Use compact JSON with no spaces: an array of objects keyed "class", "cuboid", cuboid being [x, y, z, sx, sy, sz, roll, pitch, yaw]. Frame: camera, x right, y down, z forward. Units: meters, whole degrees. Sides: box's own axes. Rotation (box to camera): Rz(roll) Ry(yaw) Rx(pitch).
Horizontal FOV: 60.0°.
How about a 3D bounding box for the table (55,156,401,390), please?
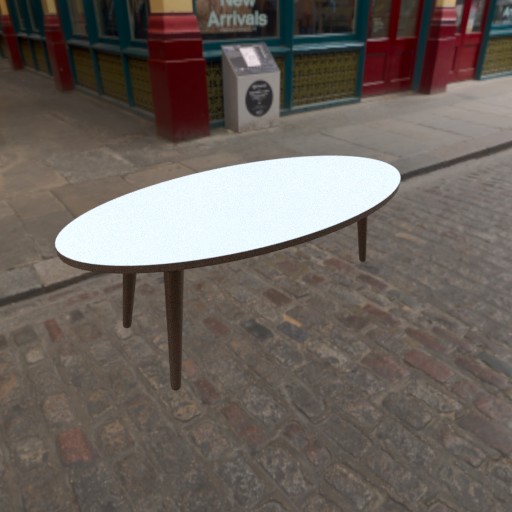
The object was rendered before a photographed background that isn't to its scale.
[{"class":"table","cuboid":[0.000,0.000,1.345,1.083,0.390,0.542,-20,35,-32]}]
